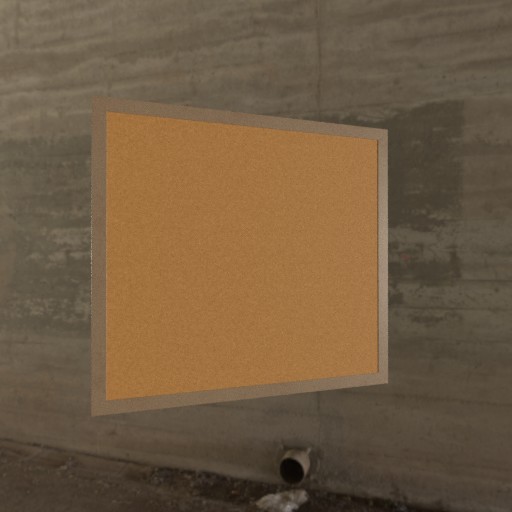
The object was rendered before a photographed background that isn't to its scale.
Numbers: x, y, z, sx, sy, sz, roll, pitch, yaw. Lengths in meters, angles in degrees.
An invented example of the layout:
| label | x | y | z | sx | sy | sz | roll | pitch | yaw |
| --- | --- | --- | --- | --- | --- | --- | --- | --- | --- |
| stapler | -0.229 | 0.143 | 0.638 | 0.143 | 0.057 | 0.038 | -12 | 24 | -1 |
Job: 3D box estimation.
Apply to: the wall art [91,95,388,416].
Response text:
| label | x | y | z | sx | sy | sz | roll | pitch | yaw |
| --- | --- | --- | --- | --- | --- | --- | --- | --- | --- |
| wall art | 0.000 | 0.000 | 1.680 | 1.168 | 1.067 | 0.025 | 0 | 0 | -20 |
